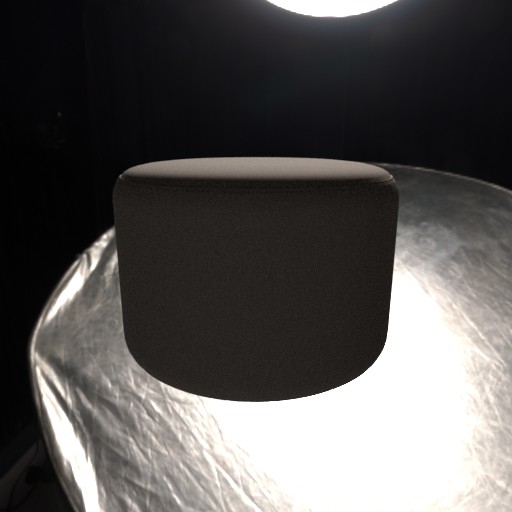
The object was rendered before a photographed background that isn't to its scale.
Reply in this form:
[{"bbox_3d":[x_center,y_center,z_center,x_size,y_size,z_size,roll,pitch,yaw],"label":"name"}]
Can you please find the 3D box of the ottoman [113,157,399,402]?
[{"bbox_3d":[0.000,0.000,1.021,0.608,0.433,0.608,0,15,0],"label":"ottoman"}]
